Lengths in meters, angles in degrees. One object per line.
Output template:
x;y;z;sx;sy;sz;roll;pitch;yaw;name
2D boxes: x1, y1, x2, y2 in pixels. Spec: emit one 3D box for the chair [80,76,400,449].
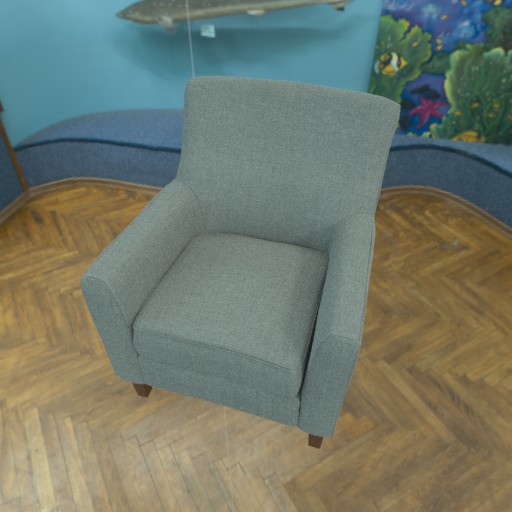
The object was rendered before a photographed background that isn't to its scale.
0.000;0.000;1.756;0.887;1.047;0.993;12;43;13;chair
